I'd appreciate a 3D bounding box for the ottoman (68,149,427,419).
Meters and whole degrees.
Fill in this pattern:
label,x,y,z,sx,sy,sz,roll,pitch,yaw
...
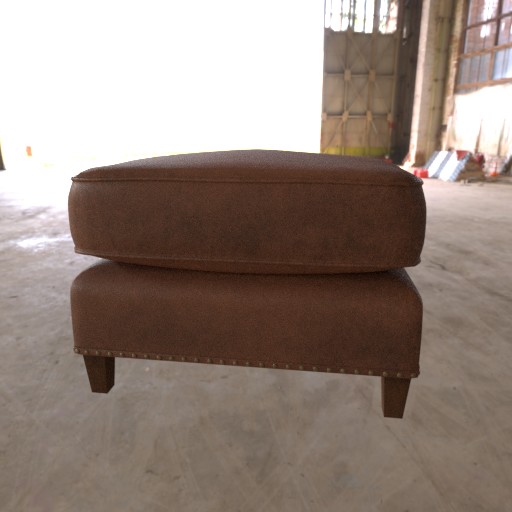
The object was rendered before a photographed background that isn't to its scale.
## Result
label,x,y,z,sx,sy,sz,roll,pitch,yaw
ottoman,0.000,0.000,1.141,0.738,0.537,0.589,2,16,8
